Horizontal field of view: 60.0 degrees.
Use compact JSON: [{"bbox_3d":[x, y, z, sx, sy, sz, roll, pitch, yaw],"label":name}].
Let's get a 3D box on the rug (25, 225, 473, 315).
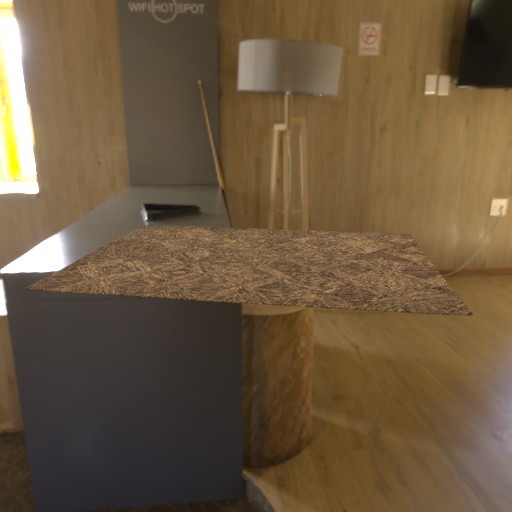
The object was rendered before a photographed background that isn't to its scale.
[{"bbox_3d":[0.000,0.000,5.360,4.093,0.020,2.997,2,16,8],"label":"rug"}]
